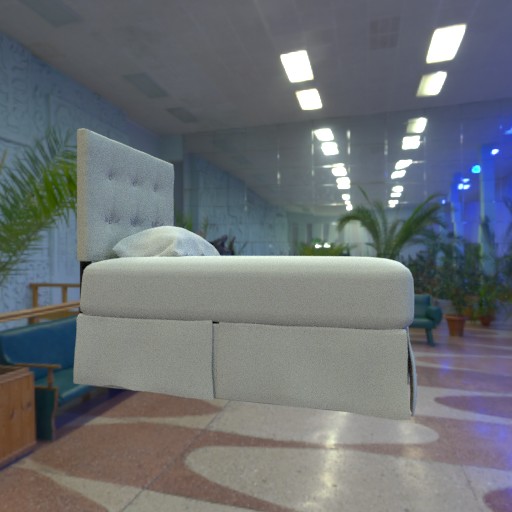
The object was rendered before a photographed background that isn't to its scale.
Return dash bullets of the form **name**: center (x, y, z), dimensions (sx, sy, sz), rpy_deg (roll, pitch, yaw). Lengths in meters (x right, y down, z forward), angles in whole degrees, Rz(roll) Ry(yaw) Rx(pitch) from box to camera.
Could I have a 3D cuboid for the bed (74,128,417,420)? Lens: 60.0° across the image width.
- **bed**: center (0.000, 0.000, 2.969), dimensions (1.997, 1.571, 1.261), rpy_deg (0, 0, 17)
